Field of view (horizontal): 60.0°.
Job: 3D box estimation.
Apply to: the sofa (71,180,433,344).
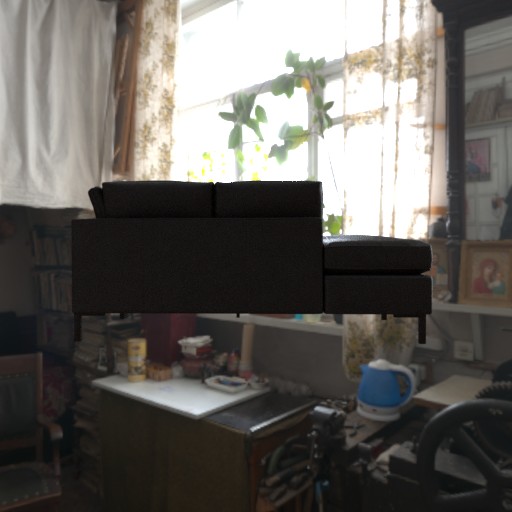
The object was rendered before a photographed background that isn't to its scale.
[{"bbox_3d":[0.000,0.000,3.801,1.938,0.877,2.984,0,1,1],"label":"sofa"}]
